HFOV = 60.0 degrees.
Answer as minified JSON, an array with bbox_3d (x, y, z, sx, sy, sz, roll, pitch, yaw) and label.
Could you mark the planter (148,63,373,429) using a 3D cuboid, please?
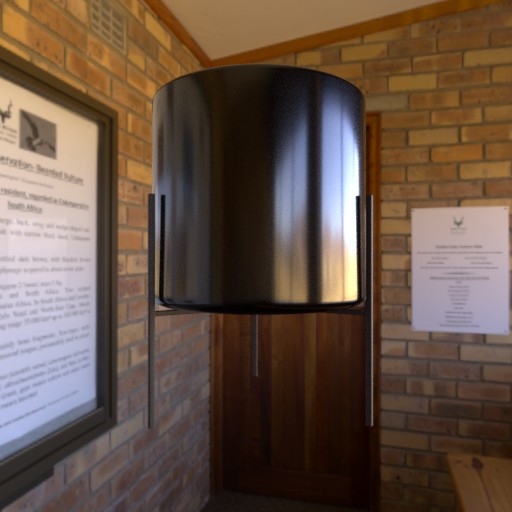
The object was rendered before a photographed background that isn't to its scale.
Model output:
[{"bbox_3d":[0.000,0.000,0.643,0.310,0.432,0.310,0,0,-17],"label":"planter"}]
